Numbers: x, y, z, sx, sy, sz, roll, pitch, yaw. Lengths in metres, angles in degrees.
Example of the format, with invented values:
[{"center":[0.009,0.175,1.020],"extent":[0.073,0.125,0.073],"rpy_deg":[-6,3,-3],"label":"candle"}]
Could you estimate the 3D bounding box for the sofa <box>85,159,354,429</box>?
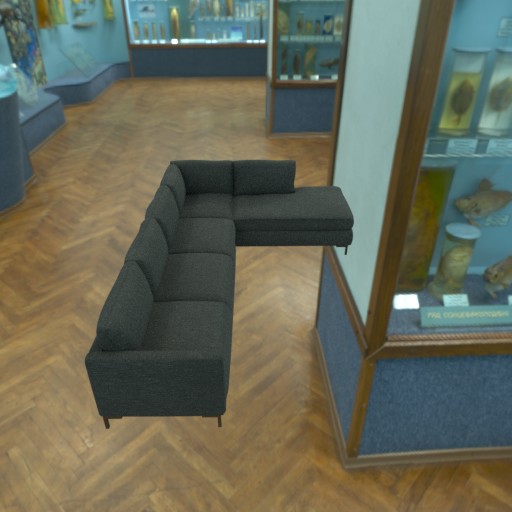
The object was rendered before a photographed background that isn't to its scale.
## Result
[{"center":[0.000,0.000,3.863],"extent":[2.007,0.815,2.949],"rpy_deg":[0,32,0],"label":"sofa"}]
